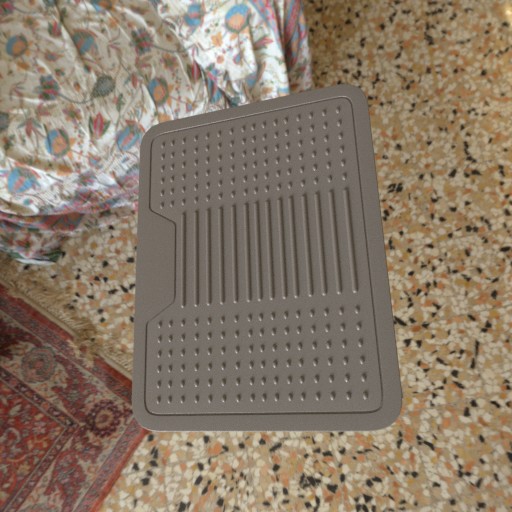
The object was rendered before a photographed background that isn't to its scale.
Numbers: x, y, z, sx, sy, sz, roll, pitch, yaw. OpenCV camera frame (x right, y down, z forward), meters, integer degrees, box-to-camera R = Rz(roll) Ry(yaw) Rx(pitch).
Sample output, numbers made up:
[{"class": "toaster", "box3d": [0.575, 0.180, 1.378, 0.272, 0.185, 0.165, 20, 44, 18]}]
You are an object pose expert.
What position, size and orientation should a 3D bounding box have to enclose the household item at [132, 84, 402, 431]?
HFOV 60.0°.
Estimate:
[{"class": "household item", "box3d": [0.000, 0.000, 0.531, 0.301, 0.126, 0.390, -2, 75, -1]}]
